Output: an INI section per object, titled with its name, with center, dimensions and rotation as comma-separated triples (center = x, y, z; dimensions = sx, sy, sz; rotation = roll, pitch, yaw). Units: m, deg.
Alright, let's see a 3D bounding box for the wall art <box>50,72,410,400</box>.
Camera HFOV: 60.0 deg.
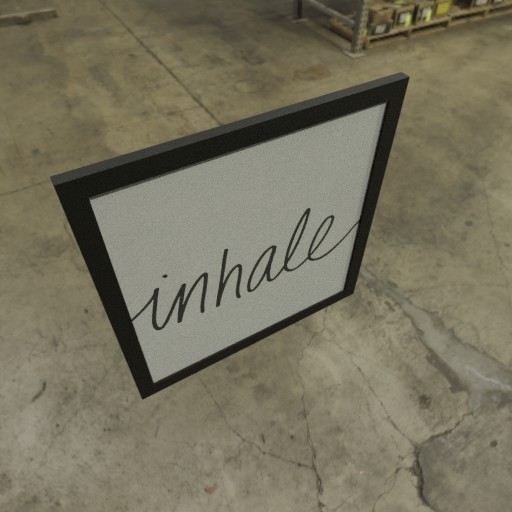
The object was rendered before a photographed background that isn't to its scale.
[wall art]
center = 0.000, 0.000, 0.524
dimensions = 0.356, 0.356, 0.013
rotation = -23, 51, -20
